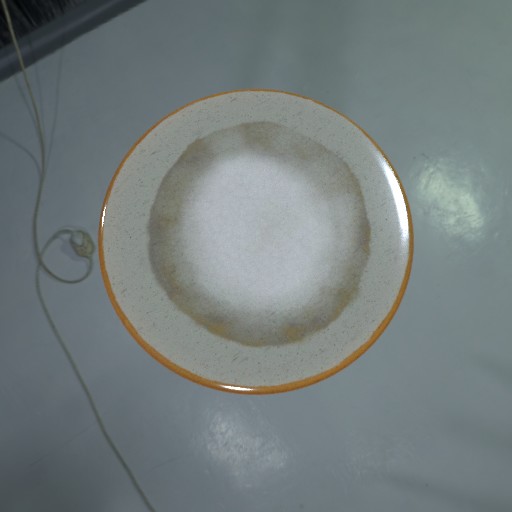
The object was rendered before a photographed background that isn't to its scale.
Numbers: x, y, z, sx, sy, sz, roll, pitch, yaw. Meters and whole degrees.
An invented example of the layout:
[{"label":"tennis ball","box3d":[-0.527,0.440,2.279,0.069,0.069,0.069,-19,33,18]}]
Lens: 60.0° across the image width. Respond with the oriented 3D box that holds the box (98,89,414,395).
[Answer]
[{"label":"box","box3d":[0.000,0.000,0.216,0.123,0.100,0.123,0,77,0]}]
